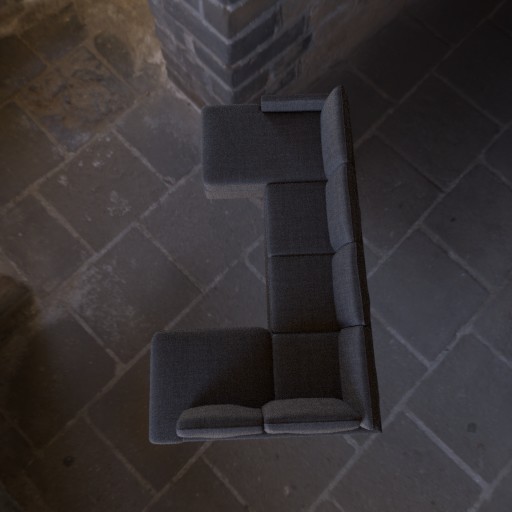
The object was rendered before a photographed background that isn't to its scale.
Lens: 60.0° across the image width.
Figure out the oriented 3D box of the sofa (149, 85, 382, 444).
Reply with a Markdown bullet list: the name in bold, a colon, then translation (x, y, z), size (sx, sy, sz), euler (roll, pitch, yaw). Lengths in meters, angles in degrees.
- **sofa**: translation (0.000, 0.000, 4.424), size (2.048, 0.999, 3.423), euler (-2, 75, -1)
